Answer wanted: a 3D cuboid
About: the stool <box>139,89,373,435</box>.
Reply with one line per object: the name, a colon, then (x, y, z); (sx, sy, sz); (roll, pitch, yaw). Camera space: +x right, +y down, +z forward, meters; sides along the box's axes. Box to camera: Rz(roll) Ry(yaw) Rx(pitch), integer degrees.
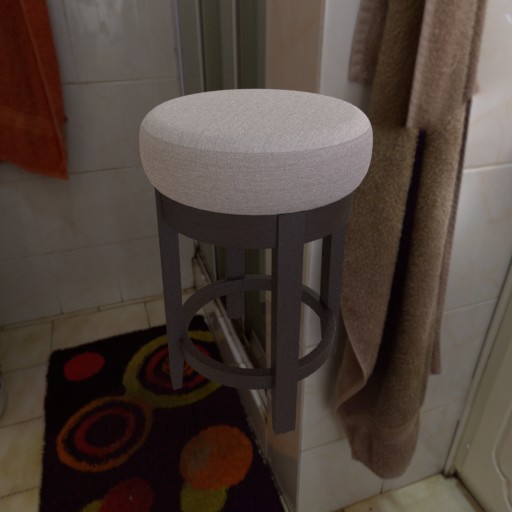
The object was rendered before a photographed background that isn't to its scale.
stool: (0.000, 0.000, 0.998); (0.443, 0.672, 0.443); (0, 31, 0)
